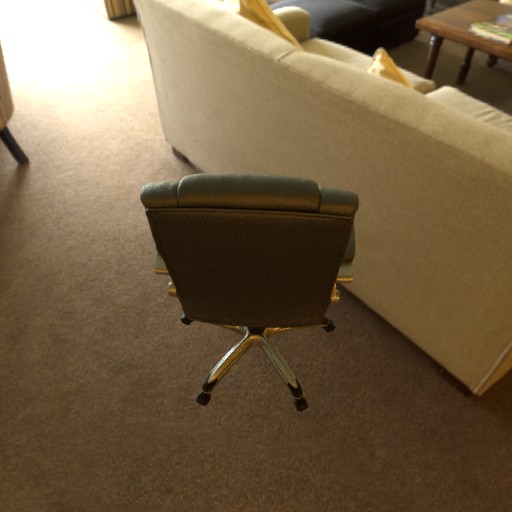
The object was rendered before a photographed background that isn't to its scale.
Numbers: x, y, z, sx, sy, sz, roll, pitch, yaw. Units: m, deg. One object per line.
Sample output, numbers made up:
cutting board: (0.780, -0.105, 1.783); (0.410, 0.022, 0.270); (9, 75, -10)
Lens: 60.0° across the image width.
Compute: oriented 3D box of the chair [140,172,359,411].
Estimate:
chair: (0.000, 0.000, 1.611); (0.721, 1.130, 0.719); (3, 46, 3)
